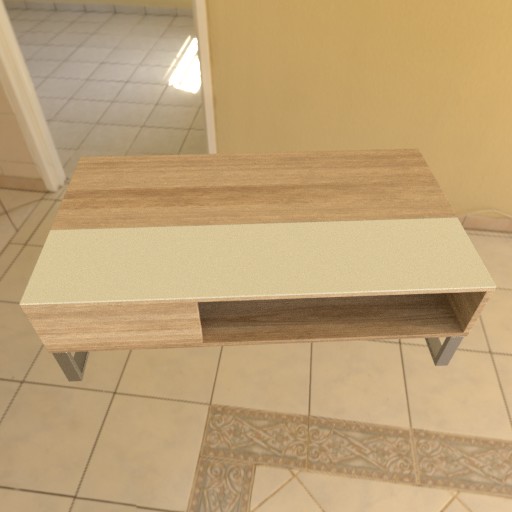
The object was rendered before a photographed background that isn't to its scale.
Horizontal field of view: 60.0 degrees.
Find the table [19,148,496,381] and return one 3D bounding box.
[{"bbox_3d":[0.000,0.000,1.354,1.100,0.350,0.600,-2,45,-2],"label":"table"}]
